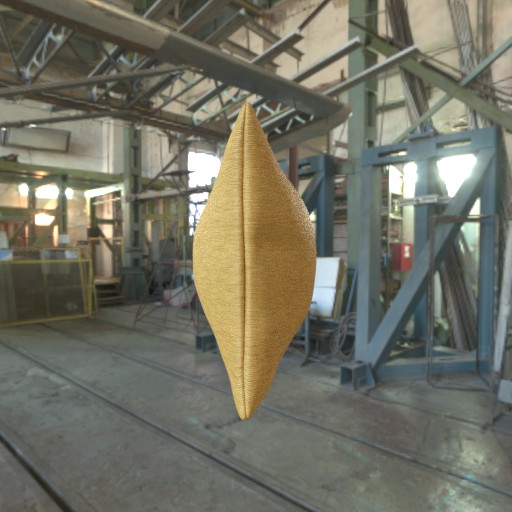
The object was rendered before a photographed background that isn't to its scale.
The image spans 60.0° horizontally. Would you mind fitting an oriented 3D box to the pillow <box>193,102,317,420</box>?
[{"bbox_3d":[0.000,0.000,0.802,0.210,0.354,0.634,0,1,0],"label":"pillow"}]
